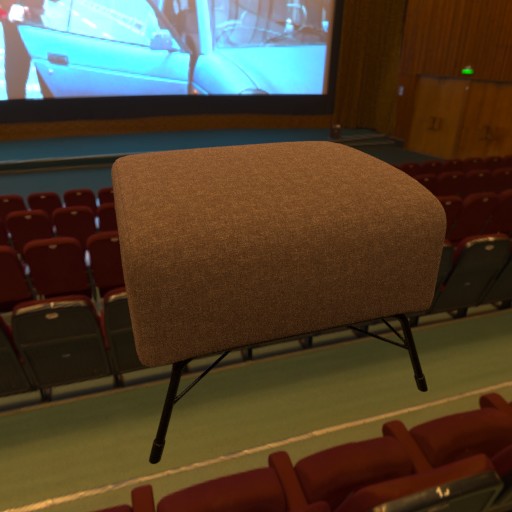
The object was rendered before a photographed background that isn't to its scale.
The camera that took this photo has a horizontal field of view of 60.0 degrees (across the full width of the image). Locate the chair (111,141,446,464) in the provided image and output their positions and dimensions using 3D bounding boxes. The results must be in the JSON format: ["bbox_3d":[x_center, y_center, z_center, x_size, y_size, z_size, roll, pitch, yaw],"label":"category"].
[{"bbox_3d":[0.000,0.000,0.912,0.530,0.410,0.530,-8,28,-16],"label":"chair"}]
